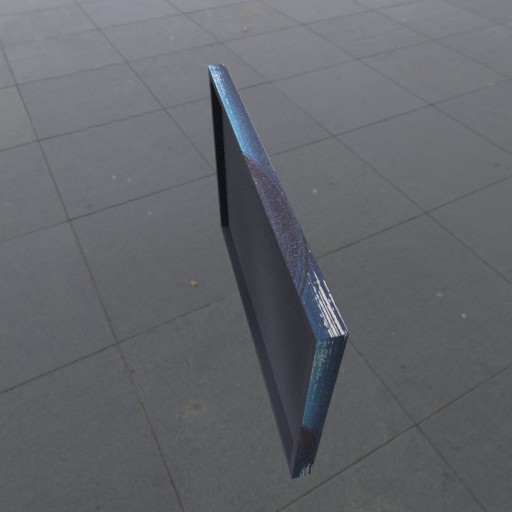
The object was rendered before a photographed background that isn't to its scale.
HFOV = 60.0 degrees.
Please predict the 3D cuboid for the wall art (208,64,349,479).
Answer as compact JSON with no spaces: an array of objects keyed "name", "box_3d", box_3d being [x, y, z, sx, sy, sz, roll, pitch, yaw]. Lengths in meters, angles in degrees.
[{"name":"wall art","box_3d":[0.000,0.000,0.766,0.033,0.406,0.609,-10,48,-9]}]
